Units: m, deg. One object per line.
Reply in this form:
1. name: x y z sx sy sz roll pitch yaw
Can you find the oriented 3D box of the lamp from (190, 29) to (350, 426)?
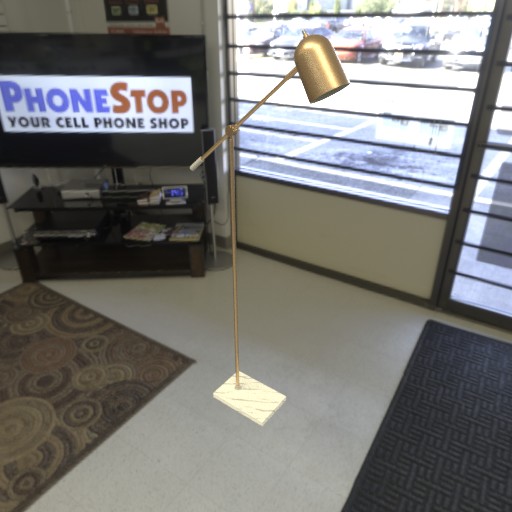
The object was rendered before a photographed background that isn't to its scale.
1. lamp: 0.000 0.000 1.747 0.653 1.594 0.194 20 34 32
